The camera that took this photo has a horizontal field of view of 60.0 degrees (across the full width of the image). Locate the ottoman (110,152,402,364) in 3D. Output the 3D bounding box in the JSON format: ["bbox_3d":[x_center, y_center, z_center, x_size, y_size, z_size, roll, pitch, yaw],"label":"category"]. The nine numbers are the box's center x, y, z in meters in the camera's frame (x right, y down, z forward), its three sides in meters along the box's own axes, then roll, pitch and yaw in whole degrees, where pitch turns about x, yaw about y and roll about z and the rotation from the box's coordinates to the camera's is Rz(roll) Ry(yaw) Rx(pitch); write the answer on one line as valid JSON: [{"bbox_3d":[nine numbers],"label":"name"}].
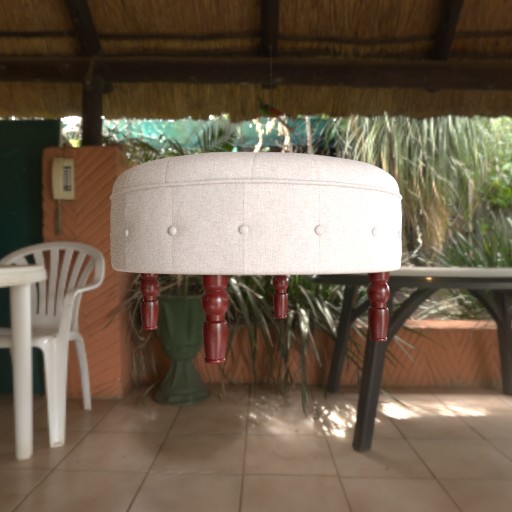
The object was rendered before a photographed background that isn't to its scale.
[{"bbox_3d":[0.000,0.000,1.357,0.849,0.478,0.849,0,0,0],"label":"ottoman"}]
